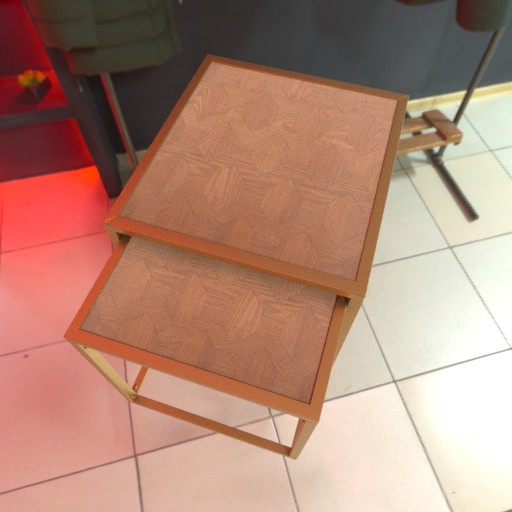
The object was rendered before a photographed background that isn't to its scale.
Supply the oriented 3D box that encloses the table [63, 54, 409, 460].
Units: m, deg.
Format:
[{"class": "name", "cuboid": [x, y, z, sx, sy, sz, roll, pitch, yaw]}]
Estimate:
[{"class": "table", "cuboid": [0.000, 0.000, 1.095, 0.505, 0.505, 0.762, 15, 60, 9]}]
